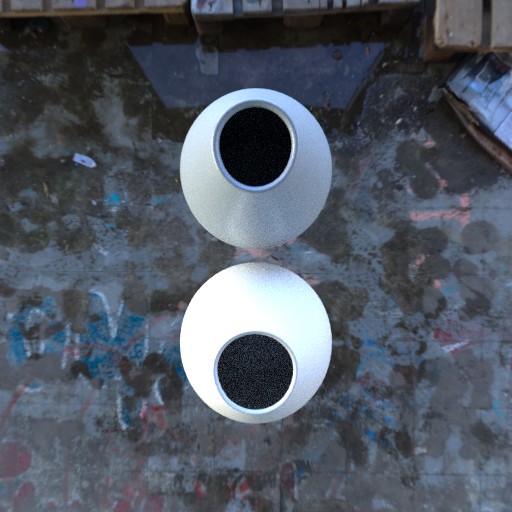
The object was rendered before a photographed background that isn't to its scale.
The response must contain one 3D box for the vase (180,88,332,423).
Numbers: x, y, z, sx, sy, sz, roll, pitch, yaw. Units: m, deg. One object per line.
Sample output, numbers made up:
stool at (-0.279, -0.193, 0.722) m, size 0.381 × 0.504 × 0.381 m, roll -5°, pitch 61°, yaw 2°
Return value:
vase at (0.000, 0.000, 0.252) m, size 0.089 × 0.131 × 0.187 m, roll 0°, pitch 90°, yaw 0°
